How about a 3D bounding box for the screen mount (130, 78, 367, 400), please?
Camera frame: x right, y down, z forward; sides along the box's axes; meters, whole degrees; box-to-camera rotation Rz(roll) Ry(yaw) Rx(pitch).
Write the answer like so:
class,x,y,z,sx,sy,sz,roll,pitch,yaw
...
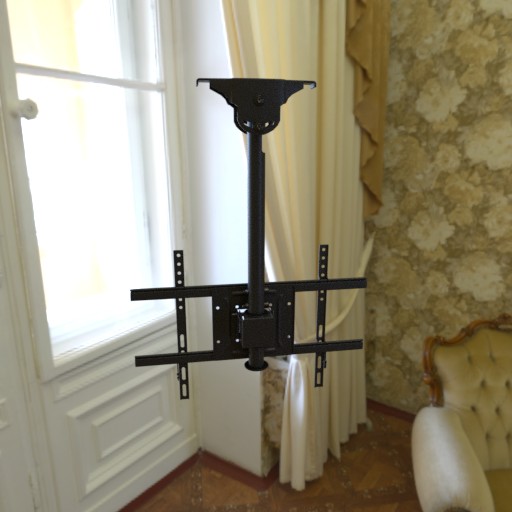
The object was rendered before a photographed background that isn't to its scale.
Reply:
class,x,y,z,sx,sy,sz,roll,pitch,yaw
screen mount,0.000,0.000,1.046,0.595,0.775,0.090,-2,14,-9
